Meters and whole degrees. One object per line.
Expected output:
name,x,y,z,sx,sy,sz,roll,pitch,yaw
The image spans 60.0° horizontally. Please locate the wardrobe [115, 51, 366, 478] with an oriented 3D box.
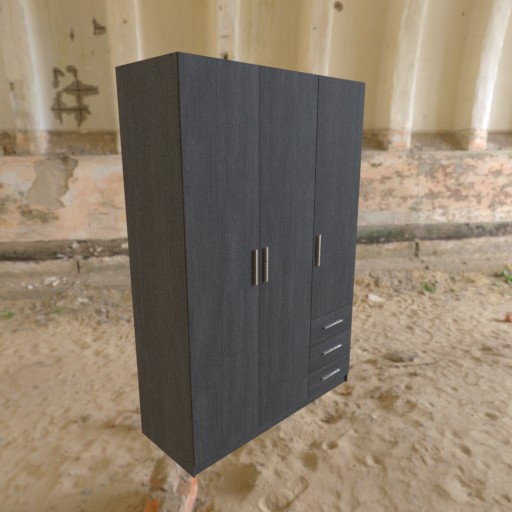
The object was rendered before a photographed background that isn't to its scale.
wardrobe,0.000,0.000,2.509,1.290,1.910,0.510,-14,20,-43
